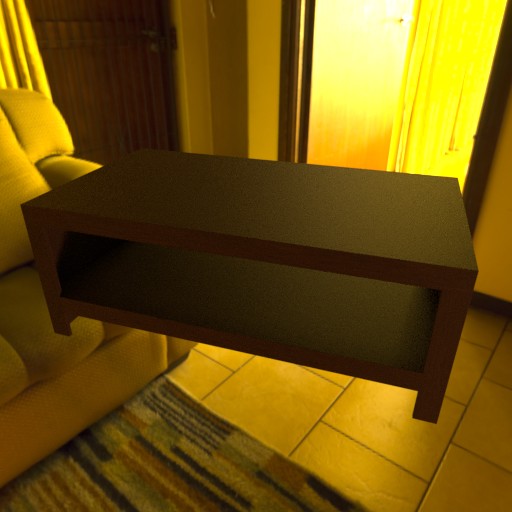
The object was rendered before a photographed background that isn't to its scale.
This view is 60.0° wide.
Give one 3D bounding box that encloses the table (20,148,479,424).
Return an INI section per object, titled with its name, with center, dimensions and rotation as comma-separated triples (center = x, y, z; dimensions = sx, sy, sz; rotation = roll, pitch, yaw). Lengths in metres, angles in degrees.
[table]
center = 0.000, 0.000, 1.354
dimensions = 1.099, 0.424, 0.597
rotation = 9, 29, 16
